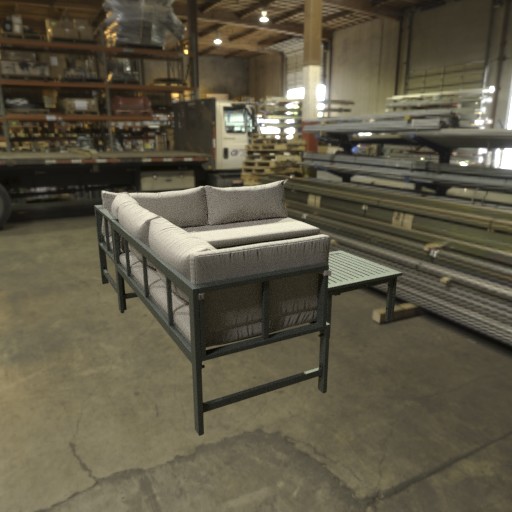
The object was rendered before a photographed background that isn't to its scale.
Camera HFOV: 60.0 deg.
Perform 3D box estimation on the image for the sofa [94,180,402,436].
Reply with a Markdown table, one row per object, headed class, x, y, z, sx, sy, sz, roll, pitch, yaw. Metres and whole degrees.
| class | x | y | z | sx | sy | sz | roll | pitch | yaw |
| --- | --- | --- | --- | --- | --- | --- | --- | --- | --- |
| sofa | 0.000 | 0.000 | 2.934 | 1.658 | 0.758 | 2.096 | -9 | 18 | -27 |
